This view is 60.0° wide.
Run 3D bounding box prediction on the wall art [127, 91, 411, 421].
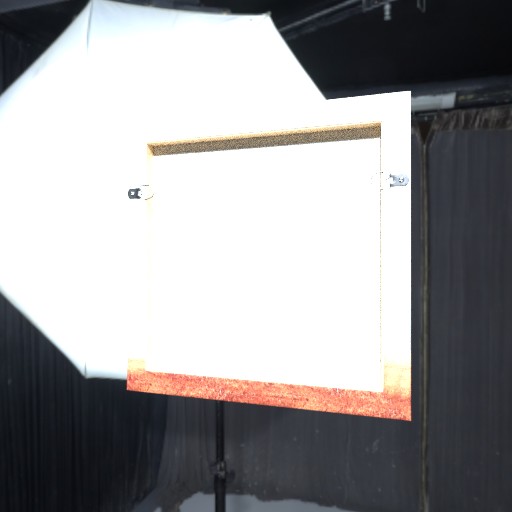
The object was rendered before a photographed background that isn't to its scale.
[{"bbox_3d":[0.000,0.000,1.153,0.760,0.760,0.042,0,0,18],"label":"wall art"}]
